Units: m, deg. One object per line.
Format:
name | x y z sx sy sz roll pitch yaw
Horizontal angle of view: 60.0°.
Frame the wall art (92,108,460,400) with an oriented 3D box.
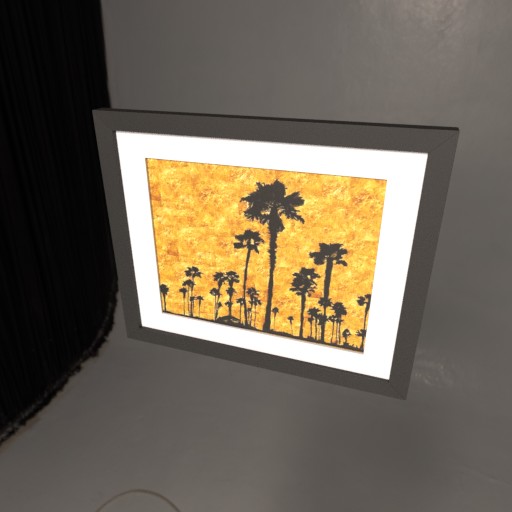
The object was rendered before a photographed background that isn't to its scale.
wall art | 0.000 0.000 0.762 0.561 0.460 0.028 8 27 17
